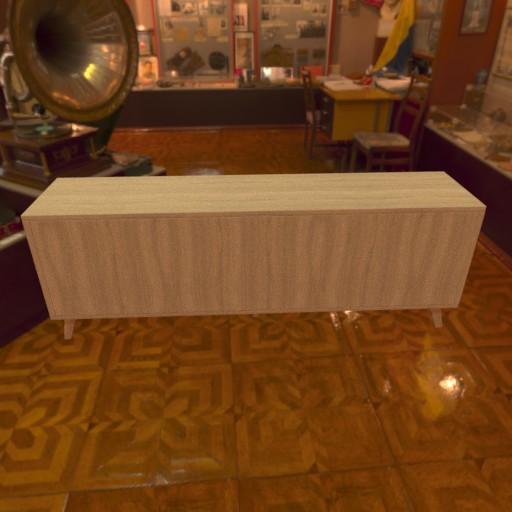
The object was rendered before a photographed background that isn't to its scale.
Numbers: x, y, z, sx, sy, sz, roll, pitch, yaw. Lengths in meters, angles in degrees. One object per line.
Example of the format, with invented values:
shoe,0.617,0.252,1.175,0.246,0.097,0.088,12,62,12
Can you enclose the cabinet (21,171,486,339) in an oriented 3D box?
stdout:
cabinet,0.000,0.000,2.496,2.198,0.779,0.499,-1,30,-2
